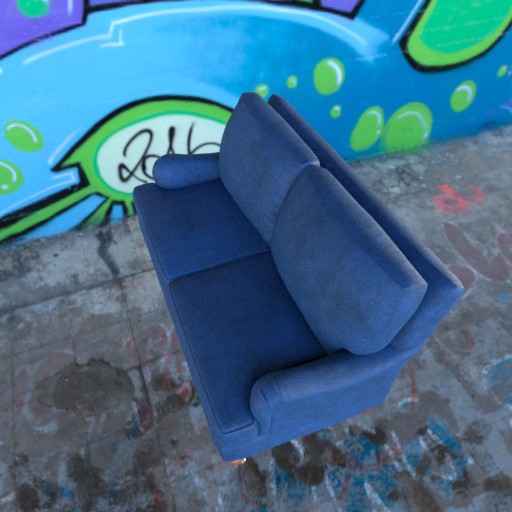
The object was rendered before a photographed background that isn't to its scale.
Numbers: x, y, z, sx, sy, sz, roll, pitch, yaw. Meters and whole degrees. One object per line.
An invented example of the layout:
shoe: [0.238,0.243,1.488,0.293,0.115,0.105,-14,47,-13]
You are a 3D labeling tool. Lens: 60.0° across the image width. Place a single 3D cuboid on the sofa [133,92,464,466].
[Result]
sofa: [0.000,0.000,2.503,1.084,1.101,1.853,-17,48,-15]
